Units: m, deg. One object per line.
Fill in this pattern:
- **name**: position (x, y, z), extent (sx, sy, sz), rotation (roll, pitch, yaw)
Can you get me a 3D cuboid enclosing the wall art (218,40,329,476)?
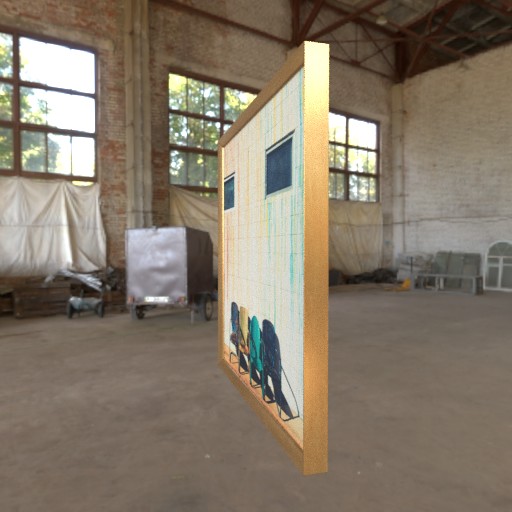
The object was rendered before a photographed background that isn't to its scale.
- **wall art**: position (0.000, 0.000, 0.455), extent (0.019, 0.302, 0.302), rotation (0, 1, -16)
